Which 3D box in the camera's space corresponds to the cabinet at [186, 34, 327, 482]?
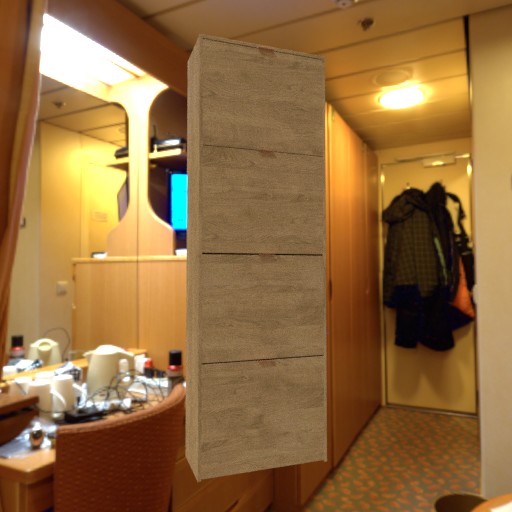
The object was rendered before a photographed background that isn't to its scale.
[{"bbox_3d":[0.000,0.000,1.801,0.520,1.630,0.250,1,-2,-20],"label":"cabinet"}]
